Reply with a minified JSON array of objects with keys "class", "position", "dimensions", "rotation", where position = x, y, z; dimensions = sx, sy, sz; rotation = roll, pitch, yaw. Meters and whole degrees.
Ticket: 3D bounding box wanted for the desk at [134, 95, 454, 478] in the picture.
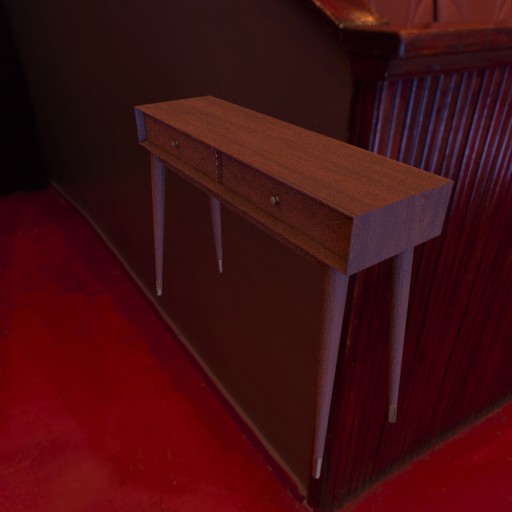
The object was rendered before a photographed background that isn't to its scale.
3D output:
[{"class":"desk","position":[0.000,0.000,1.668],"dimensions":[0.384,0.917,1.204],"rotation":[-20,37,-29]}]
